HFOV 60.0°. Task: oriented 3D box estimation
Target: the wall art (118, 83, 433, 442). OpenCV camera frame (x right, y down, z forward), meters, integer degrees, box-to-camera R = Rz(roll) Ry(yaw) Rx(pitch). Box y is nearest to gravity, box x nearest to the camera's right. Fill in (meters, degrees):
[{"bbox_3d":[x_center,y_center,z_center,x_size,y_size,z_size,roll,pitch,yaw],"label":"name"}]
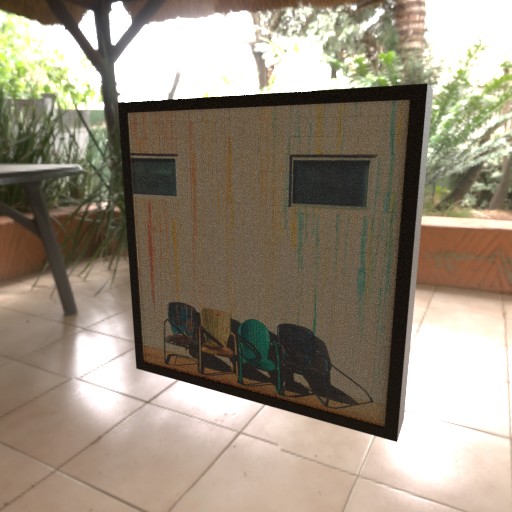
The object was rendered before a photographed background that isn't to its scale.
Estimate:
[{"bbox_3d":[0.000,0.000,0.446,0.304,0.304,0.038,7,15,26],"label":"wall art"}]
